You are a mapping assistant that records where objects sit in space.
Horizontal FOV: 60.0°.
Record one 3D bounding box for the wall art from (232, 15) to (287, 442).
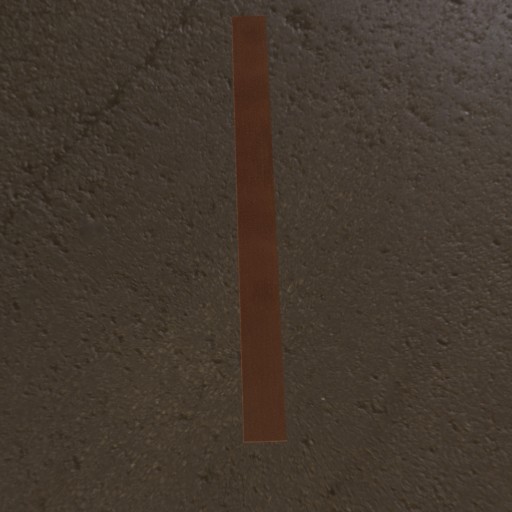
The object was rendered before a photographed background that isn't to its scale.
[{"bbox_3d":[0.000,0.000,0.596,0.035,0.403,0.403,-2,76,-1],"label":"wall art"}]
